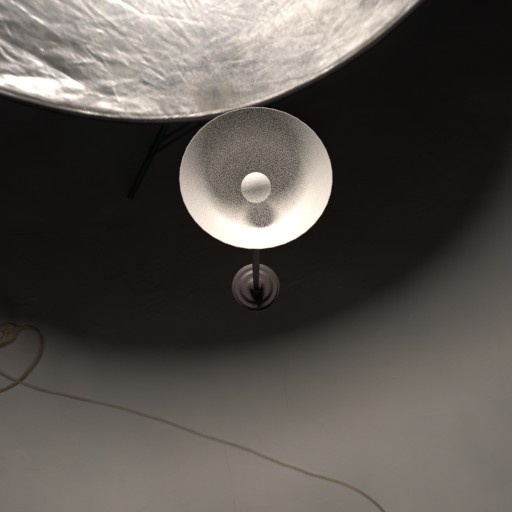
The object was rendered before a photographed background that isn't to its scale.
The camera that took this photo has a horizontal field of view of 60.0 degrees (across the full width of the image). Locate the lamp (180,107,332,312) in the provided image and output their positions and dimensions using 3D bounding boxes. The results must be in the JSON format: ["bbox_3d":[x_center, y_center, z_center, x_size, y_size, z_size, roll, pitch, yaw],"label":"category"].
[{"bbox_3d":[0.000,0.000,2.048,0.405,1.797,0.405,-12,77,-3],"label":"lamp"}]
